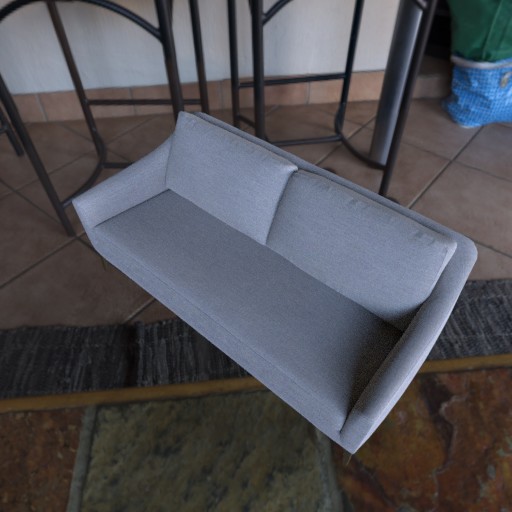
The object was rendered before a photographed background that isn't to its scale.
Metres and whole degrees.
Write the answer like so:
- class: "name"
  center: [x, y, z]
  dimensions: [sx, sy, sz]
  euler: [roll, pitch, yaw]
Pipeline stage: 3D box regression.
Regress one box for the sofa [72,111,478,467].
- class: "sofa"
  center: [0.000, 0.000, 2.486]
  dimensions: [2.036, 0.913, 0.980]
  euler: [32, 54, 27]
